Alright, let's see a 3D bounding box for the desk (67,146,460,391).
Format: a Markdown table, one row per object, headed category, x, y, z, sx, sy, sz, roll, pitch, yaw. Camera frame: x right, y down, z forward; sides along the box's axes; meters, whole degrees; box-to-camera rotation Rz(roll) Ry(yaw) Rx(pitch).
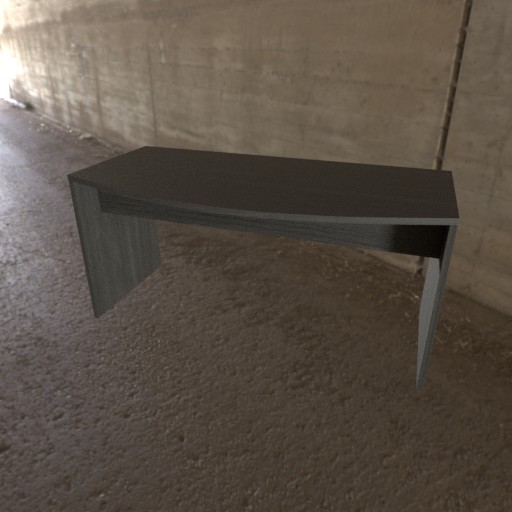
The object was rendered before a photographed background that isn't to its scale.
| category | x | y | z | sx | sy | sz | roll | pitch | yaw |
| --- | --- | --- | --- | --- | --- | --- | --- | --- | --- |
| desk | 0.000 | 0.000 | 2.074 | 1.600 | 0.750 | 0.802 | 9 | 27 | 17 |
